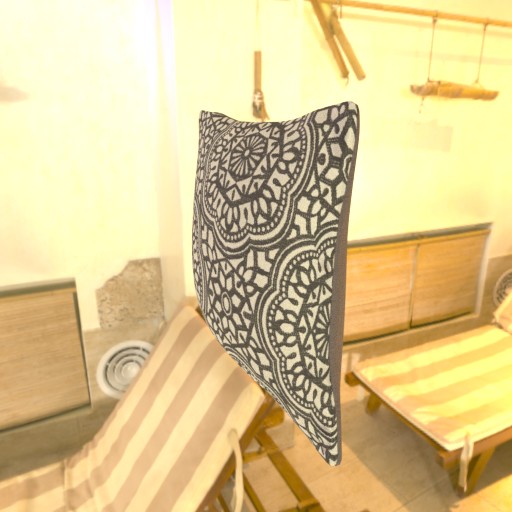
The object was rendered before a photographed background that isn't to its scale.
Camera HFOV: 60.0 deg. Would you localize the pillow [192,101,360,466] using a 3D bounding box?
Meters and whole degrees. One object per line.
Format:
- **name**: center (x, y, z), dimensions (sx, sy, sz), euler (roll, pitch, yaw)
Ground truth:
- **pillow**: center (0.000, 0.000, 0.653), dimensions (0.148, 0.417, 0.436), euler (-8, 19, -25)
